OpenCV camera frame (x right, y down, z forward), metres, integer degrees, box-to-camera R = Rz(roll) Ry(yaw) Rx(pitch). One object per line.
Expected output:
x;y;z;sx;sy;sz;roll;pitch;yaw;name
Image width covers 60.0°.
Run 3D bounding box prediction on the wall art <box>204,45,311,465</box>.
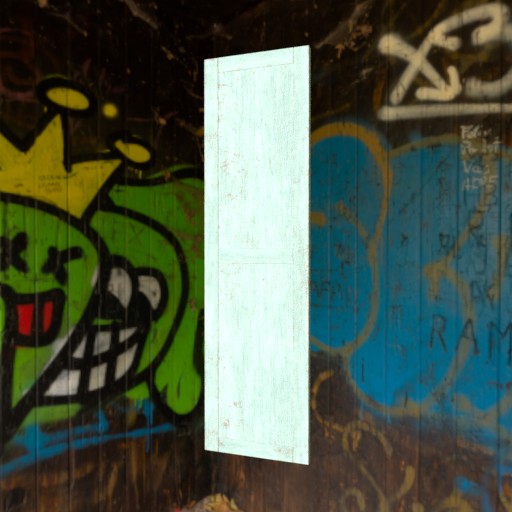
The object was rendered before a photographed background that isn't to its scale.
0.000;0.000;1.347;0.329;1.219;0.025;0;1;17;wall art
